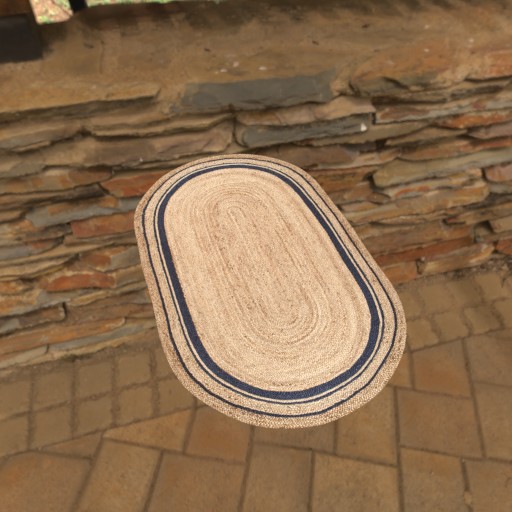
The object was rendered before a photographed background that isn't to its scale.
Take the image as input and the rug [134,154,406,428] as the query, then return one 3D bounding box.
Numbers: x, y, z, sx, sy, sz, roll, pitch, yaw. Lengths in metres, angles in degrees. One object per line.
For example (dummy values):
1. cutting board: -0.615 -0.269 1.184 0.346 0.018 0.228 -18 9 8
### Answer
1. rug: 0.000 0.000 3.068 1.520 0.006 2.432 -15 50 -13
